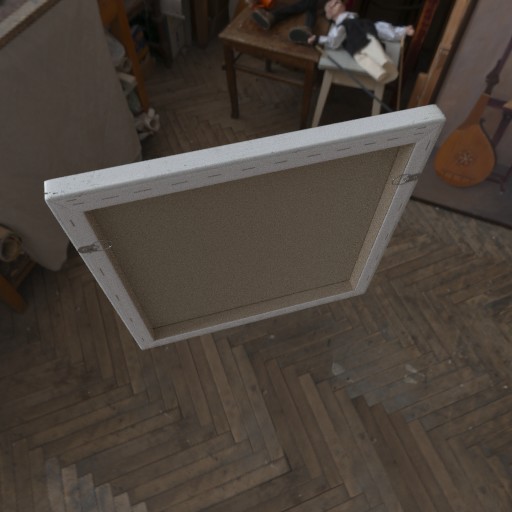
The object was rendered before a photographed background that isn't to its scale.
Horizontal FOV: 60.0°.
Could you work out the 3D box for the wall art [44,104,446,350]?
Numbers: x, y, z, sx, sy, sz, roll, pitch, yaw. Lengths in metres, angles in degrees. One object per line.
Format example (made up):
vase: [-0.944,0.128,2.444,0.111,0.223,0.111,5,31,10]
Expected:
wall art: [0.000,0.000,0.915,0.610,0.611,0.040,-13,60,-8]
